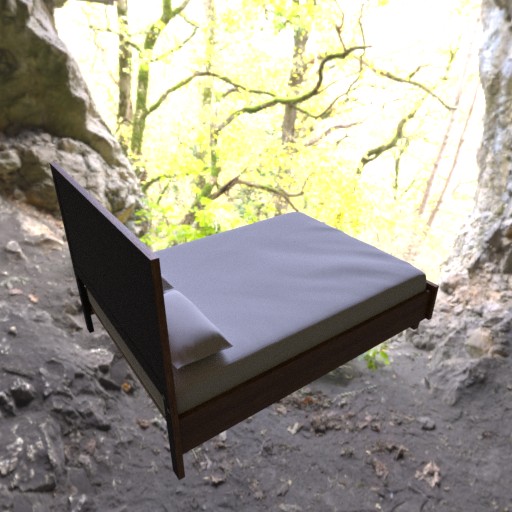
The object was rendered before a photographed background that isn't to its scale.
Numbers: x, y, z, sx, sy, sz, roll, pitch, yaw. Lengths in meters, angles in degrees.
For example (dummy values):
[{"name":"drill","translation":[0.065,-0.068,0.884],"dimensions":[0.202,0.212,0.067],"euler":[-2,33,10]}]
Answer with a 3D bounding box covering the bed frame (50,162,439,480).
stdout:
[{"name":"bed frame","translation":[0.000,0.000,3.343],"dimensions":[2.276,1.417,1.696],"euler":[-19,34,-31]}]
